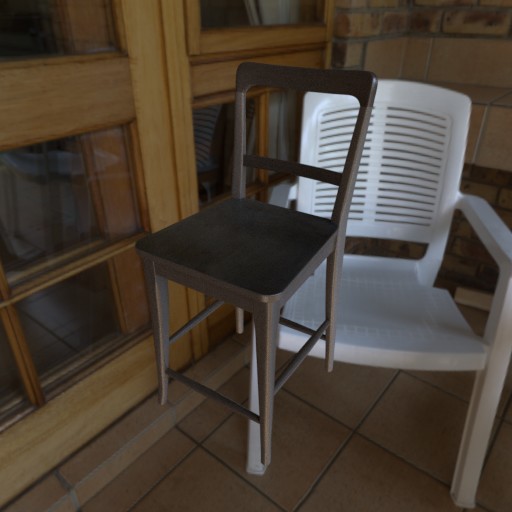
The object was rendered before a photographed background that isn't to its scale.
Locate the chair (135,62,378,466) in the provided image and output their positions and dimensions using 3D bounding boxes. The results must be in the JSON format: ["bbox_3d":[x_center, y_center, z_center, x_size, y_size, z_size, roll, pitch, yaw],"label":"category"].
[{"bbox_3d":[0.000,0.000,1.307,0.450,0.991,0.546,18,34,28],"label":"chair"}]
